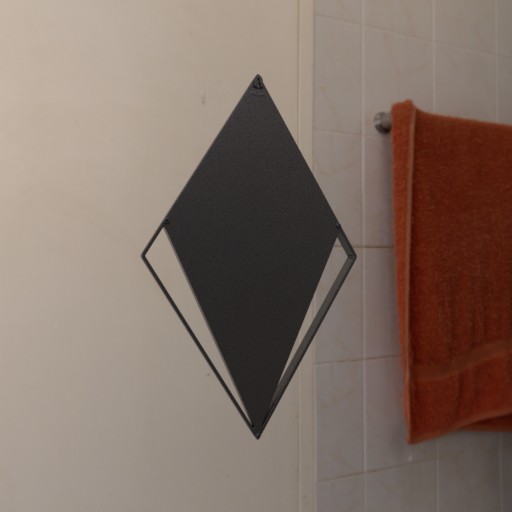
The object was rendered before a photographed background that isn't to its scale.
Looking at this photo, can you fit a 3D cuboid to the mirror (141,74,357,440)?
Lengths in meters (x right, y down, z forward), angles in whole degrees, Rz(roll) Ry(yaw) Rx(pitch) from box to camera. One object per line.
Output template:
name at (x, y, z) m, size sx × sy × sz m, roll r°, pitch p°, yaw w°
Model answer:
mirror at (0.000, 0.000, 0.833) m, size 0.419 × 0.679 × 0.032 m, roll 0°, pitch -1°, yaw -18°
